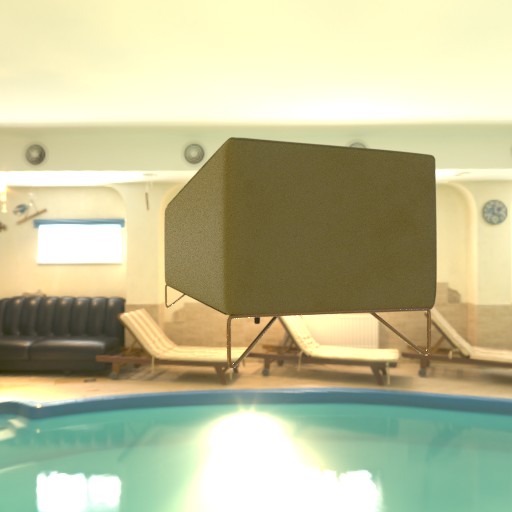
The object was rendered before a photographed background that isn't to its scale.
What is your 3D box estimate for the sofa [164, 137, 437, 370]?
[{"bbox_3d":[0.000,0.000,2.584,0.867,0.789,2.087,0,-1,-17],"label":"sofa"}]
